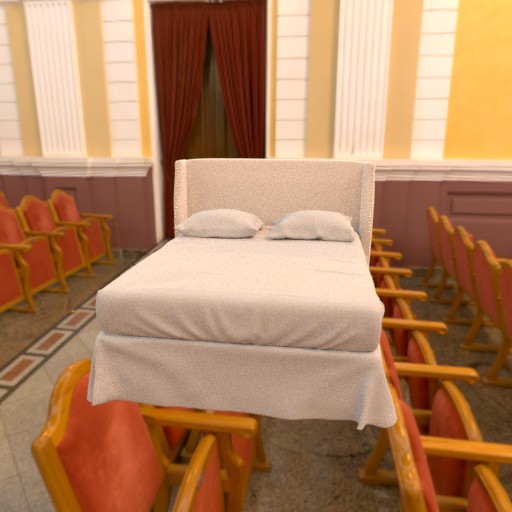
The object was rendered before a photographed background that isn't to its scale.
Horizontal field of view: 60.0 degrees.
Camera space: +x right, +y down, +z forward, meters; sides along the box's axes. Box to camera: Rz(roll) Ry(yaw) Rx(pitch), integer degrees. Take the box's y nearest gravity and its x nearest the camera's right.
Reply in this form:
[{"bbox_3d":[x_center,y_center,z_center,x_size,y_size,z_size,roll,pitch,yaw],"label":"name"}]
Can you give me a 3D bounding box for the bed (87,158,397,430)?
[{"bbox_3d":[0.000,0.000,3.415,1.925,1.332,2.276,2,16,8],"label":"bed"}]
